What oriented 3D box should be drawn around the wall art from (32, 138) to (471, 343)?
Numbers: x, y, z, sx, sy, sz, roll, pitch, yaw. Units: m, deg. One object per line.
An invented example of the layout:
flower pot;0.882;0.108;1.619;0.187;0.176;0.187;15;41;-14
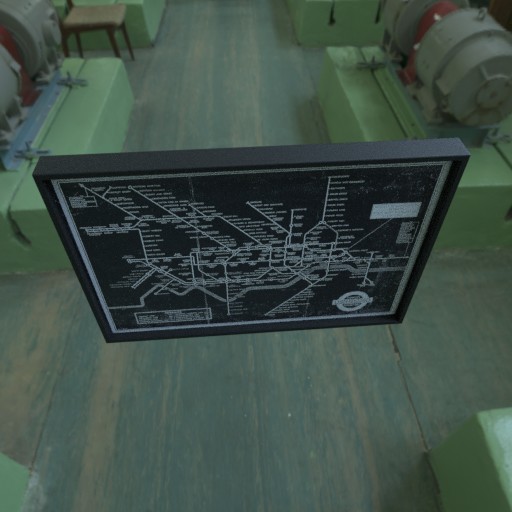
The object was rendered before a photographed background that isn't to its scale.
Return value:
wall art;0.000;0.000;0.857;0.671;0.456;0.051;-3;46;-3
